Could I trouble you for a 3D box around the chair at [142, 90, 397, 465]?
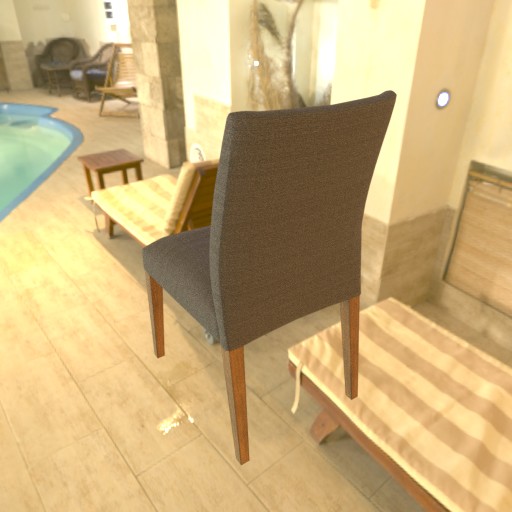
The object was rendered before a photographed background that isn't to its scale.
[{"bbox_3d":[0.000,0.000,1.284,0.496,0.940,0.585,-18,34,-29],"label":"chair"}]
